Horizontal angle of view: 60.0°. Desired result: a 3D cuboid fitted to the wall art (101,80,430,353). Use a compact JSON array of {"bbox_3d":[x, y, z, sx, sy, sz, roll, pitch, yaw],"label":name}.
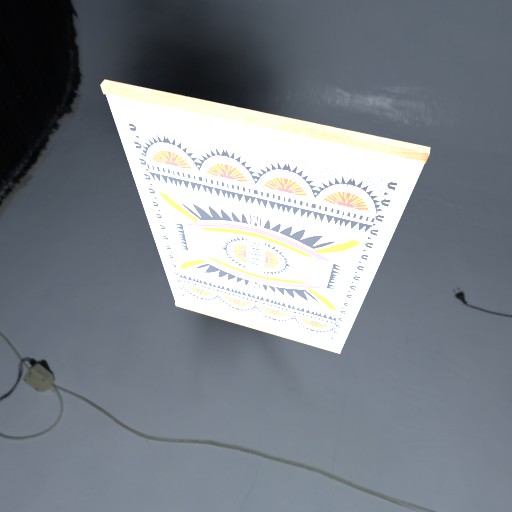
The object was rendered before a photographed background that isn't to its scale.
[{"bbox_3d":[0.000,0.000,1.941,0.999,1.533,0.028,15,59,9],"label":"wall art"}]
